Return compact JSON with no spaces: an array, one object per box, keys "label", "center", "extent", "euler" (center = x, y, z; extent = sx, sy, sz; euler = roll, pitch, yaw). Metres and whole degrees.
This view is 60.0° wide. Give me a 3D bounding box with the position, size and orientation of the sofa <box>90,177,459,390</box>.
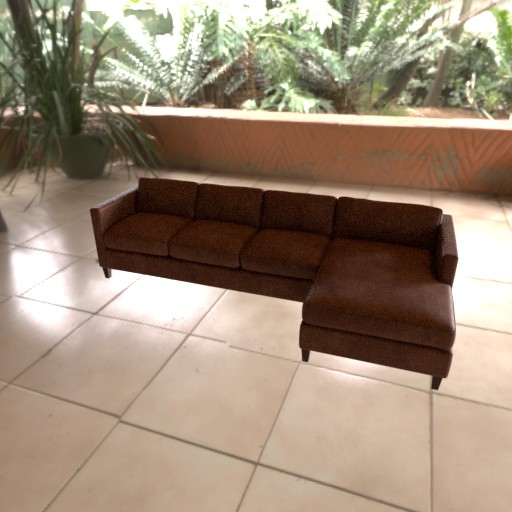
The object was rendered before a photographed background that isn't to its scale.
[{"label":"sofa","center":[0.000,0.000,3.909],"extent":[3.203,0.883,1.581],"euler":[8,27,17]}]
